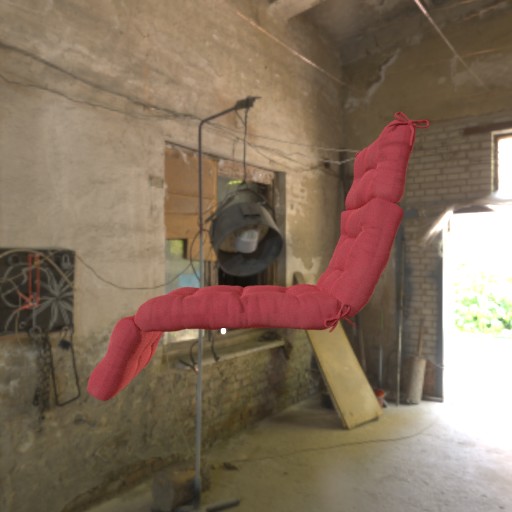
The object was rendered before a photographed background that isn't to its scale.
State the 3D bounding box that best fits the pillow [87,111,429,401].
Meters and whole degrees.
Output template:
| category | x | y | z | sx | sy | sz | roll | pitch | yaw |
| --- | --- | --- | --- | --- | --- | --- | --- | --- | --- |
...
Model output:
| category | x | y | z | sx | sy | sz | roll | pitch | yaw |
| --- | --- | --- | --- | --- | --- | --- | --- | --- | --- |
| pillow | 0.000 | 0.000 | 1.541 | 1.016 | 0.863 | 0.526 | 0 | 0 | 0 |
